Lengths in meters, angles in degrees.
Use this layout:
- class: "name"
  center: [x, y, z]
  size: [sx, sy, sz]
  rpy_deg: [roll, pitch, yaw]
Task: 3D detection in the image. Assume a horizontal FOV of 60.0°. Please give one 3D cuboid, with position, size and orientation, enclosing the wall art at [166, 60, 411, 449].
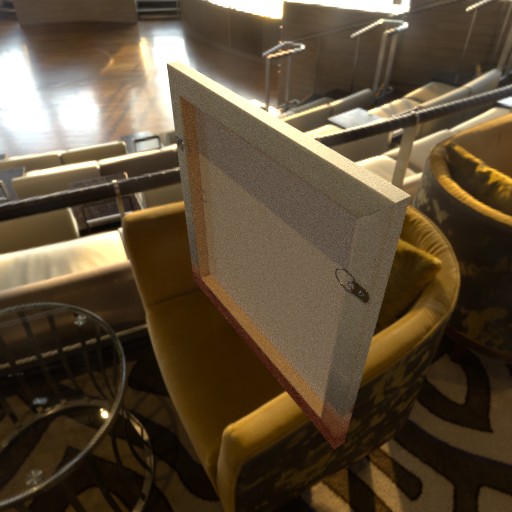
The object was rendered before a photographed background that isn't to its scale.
- class: "wall art"
  center: [0.000, 0.000, 0.904]
  size: [0.034, 0.605, 0.605]
  rpy_deg: [-24, 46, -25]
